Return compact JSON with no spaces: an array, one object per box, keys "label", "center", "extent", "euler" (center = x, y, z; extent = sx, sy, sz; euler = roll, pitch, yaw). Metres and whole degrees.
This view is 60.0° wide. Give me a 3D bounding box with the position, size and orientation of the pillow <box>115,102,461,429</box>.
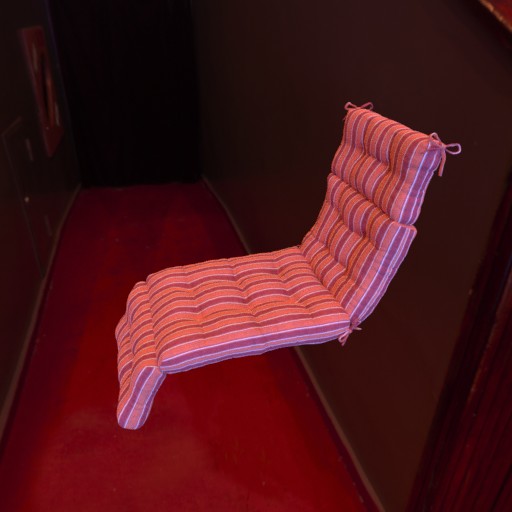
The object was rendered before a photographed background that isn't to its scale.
[{"label":"pillow","center":[0.000,0.000,1.472],"extent":[1.016,0.863,0.526],"euler":[-8,31,-14]}]
